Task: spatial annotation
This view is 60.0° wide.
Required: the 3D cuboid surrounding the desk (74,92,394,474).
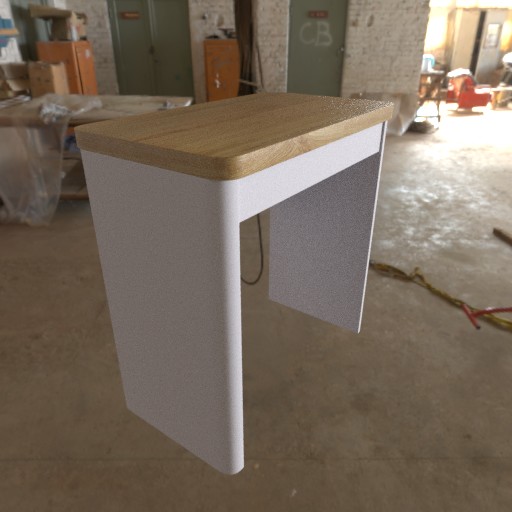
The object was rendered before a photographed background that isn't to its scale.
[{"bbox_3d":[0.000,0.000,1.273,0.440,0.790,0.760,18,32,32],"label":"desk"}]
